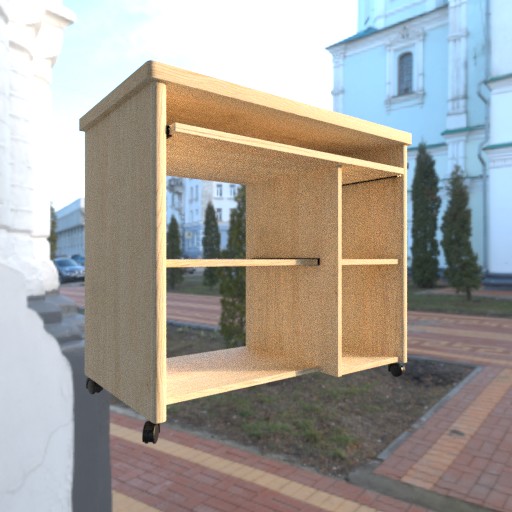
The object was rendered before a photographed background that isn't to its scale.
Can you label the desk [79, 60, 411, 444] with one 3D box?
[{"bbox_3d":[0.000,0.000,1.321,0.885,0.770,0.480,0,0,-37],"label":"desk"}]
